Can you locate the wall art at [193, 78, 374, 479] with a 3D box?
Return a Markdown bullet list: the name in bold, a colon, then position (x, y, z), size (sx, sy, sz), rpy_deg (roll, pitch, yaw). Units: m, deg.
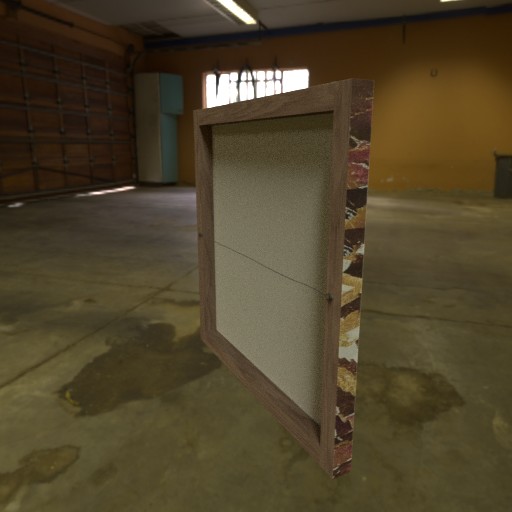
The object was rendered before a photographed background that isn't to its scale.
- **wall art**: position (0.000, 0.000, 0.919), size (0.041, 0.613, 0.609), rpy_deg (-7, 16, -27)
